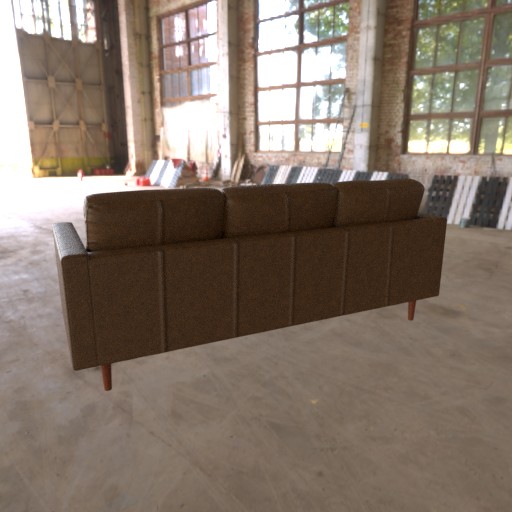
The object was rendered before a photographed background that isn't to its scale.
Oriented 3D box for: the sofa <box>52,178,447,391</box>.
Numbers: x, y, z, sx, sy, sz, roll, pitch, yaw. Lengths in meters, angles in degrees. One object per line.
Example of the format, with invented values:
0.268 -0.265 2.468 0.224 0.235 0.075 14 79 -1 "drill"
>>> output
0.000 0.000 2.738 2.231 0.930 0.903 -7 16 -25 "sofa"
